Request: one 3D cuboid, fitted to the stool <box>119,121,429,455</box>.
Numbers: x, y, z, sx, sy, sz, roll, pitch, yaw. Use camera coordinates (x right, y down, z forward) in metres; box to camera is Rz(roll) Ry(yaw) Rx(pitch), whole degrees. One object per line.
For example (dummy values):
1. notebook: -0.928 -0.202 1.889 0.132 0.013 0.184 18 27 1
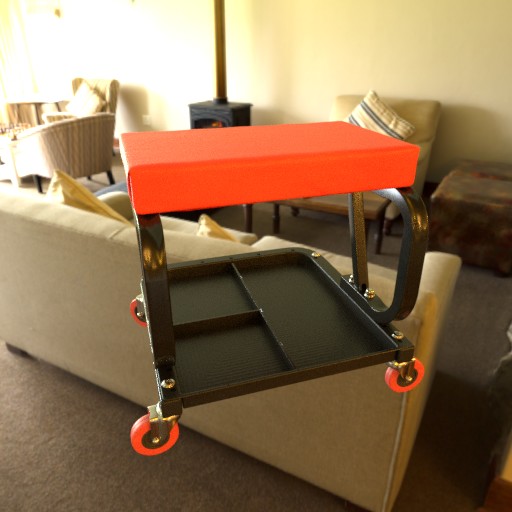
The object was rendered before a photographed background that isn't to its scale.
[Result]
1. stool: 0.000 0.000 0.709 0.446 0.380 0.371 -8 27 -16
